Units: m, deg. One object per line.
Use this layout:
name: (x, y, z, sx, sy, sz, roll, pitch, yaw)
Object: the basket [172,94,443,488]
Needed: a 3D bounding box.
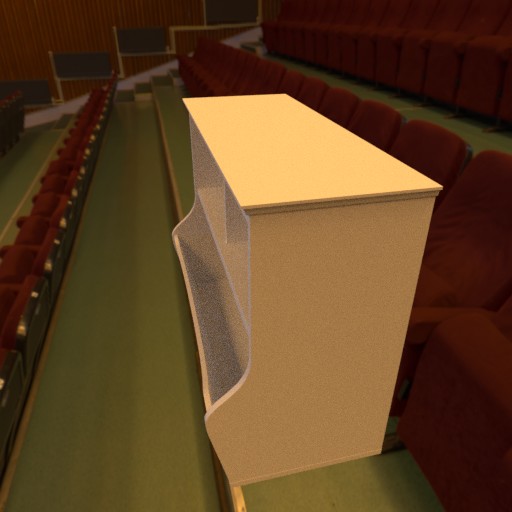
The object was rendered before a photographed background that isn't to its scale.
basket: (0.000, 0.000, 1.106, 0.376, 0.625, 0.792, -7, 30, -12)
